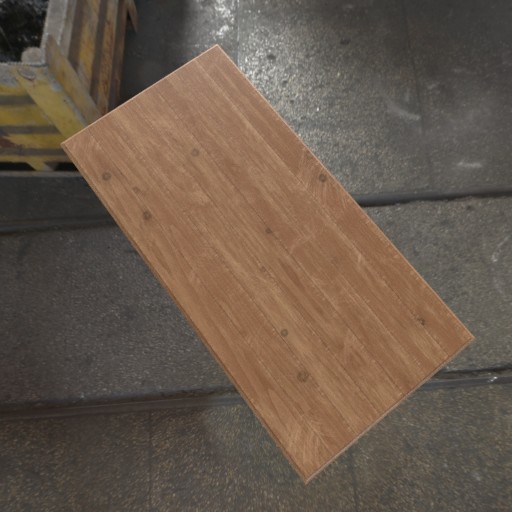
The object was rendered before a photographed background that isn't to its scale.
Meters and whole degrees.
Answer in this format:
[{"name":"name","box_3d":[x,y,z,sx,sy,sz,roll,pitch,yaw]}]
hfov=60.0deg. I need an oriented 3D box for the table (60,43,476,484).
[{"name":"table","box_3d":[0.000,0.000,1.410,0.559,0.458,1.118,-37,78,-9]}]
